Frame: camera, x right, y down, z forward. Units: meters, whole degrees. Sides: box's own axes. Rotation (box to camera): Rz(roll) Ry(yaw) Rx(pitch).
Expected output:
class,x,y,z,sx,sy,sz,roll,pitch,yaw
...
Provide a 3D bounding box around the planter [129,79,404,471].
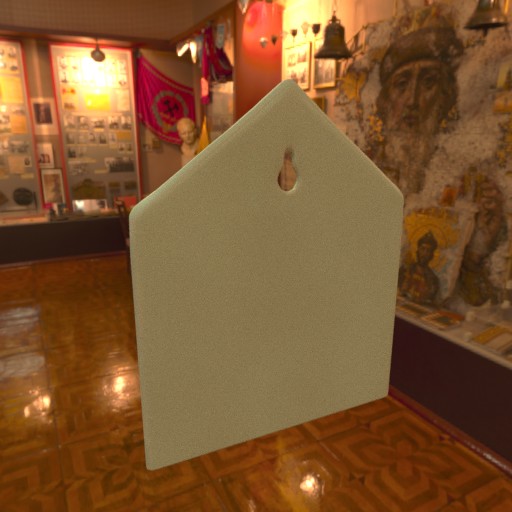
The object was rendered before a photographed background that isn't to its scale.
class,x,y,z,sx,sy,sz,roll,pitch,yaw
planter,0.000,0.000,0.275,0.164,0.197,0.079,-7,16,-25
